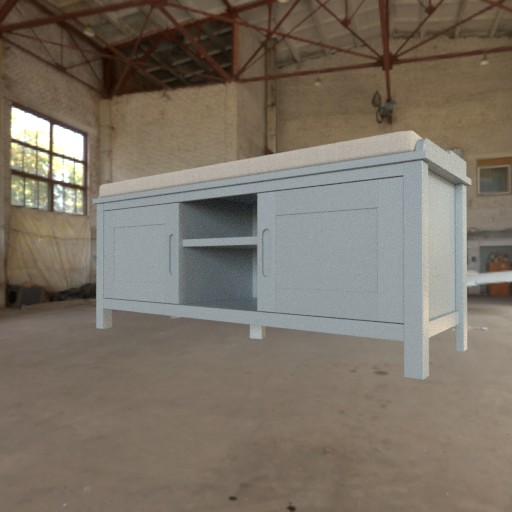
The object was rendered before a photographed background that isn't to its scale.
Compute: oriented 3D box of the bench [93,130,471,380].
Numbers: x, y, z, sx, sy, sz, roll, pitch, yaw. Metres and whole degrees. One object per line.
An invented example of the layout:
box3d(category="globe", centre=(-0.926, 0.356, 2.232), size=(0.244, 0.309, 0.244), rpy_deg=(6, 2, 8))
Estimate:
box3d(category="bench", centre=(0.000, 0.000, 1.367), size=(1.140, 0.501, 0.398), rpy_deg=(-1, -1, 37))
